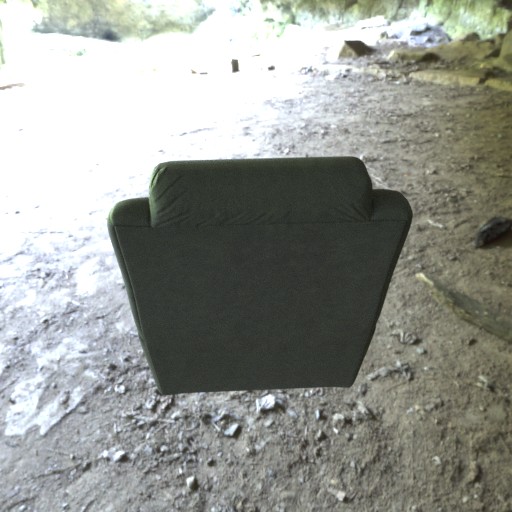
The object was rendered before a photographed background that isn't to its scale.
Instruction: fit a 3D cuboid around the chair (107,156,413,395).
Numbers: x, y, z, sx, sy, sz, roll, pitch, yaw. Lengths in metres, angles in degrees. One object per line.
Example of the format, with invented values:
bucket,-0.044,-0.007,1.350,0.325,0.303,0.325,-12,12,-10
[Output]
chair,0.000,0.000,1.897,0.967,1.116,1.068,-2,31,-3
